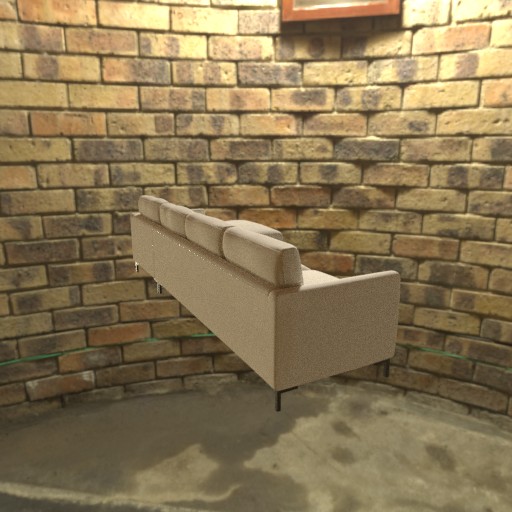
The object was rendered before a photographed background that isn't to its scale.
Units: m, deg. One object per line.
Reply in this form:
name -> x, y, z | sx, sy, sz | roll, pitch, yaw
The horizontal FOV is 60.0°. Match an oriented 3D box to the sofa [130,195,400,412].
sofa -> 0.000, 0.000, 2.999 | 1.126, 0.677, 2.445 | -7, 16, -27
